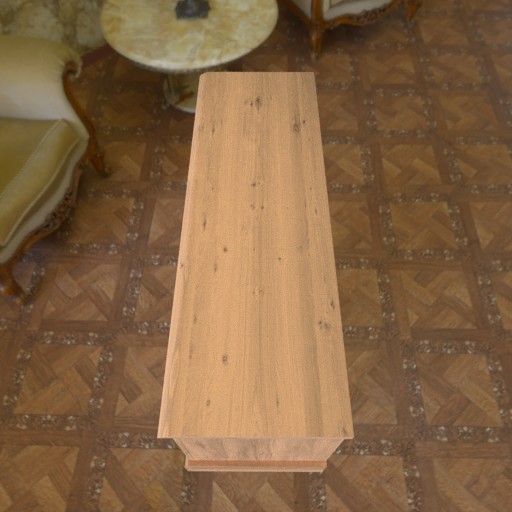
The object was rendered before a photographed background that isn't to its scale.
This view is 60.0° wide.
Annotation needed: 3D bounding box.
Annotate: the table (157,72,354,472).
[{"bbox_3d":[0.000,0.000,1.434,0.400,0.510,1.200,0,57,0],"label":"table"}]
